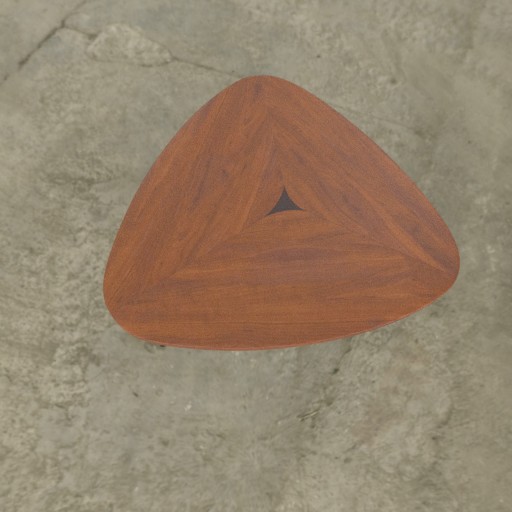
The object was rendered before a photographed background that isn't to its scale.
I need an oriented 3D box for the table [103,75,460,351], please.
[{"bbox_3d":[0.000,0.000,1.297,0.821,0.413,0.833,-34,69,-15],"label":"table"}]
